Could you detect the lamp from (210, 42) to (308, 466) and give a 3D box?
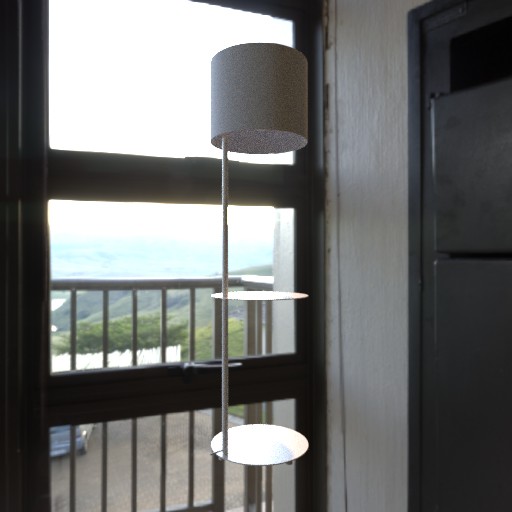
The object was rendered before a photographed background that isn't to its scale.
[{"bbox_3d":[0.000,0.000,1.690,0.405,1.465,0.372,0,-1,-37],"label":"lamp"}]
